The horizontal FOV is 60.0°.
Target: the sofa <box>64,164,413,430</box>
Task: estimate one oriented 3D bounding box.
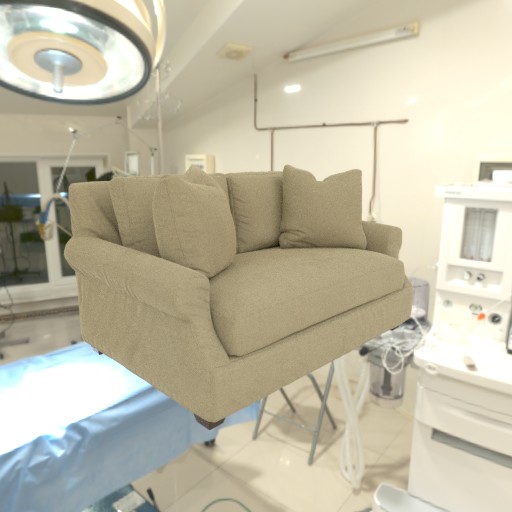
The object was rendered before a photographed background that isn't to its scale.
[{"bbox_3d":[0.000,0.000,2.251,1.550,0.905,1.070,-12,18,-43],"label":"sofa"}]
